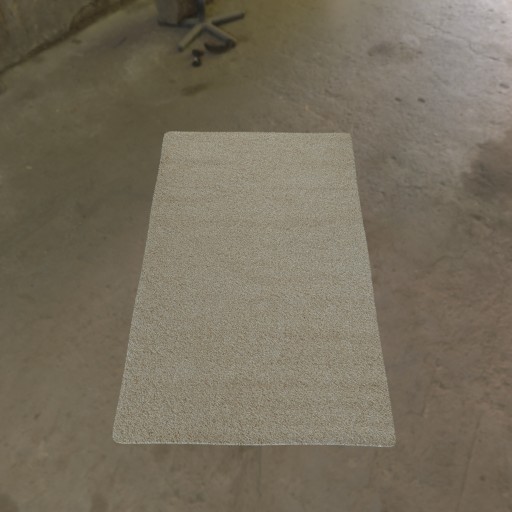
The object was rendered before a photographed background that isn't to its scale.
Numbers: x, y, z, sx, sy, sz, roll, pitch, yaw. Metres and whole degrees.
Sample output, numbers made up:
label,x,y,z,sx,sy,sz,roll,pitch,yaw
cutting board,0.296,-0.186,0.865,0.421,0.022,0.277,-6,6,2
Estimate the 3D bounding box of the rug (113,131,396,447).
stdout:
label,x,y,z,sx,sy,sz,roll,pitch,yaw
rug,0.000,0.000,2.954,1.500,0.026,2.349,1,58,0
